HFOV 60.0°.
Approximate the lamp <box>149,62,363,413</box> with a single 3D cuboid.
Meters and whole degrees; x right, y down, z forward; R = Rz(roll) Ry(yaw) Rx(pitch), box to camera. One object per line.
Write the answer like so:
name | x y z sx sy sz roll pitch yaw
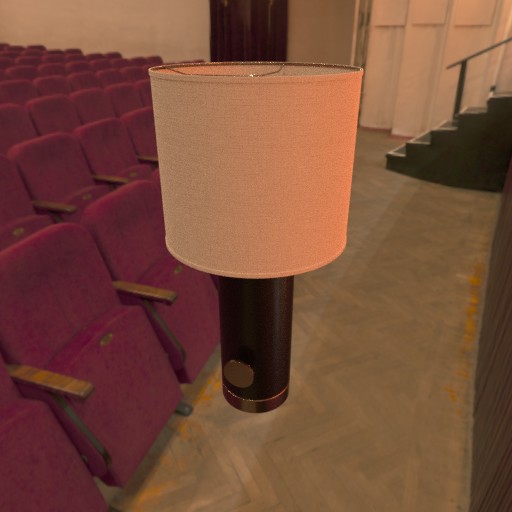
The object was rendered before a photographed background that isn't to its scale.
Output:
lamp | 0.000 0.000 0.615 0.241 0.482 0.240 9 28 17
